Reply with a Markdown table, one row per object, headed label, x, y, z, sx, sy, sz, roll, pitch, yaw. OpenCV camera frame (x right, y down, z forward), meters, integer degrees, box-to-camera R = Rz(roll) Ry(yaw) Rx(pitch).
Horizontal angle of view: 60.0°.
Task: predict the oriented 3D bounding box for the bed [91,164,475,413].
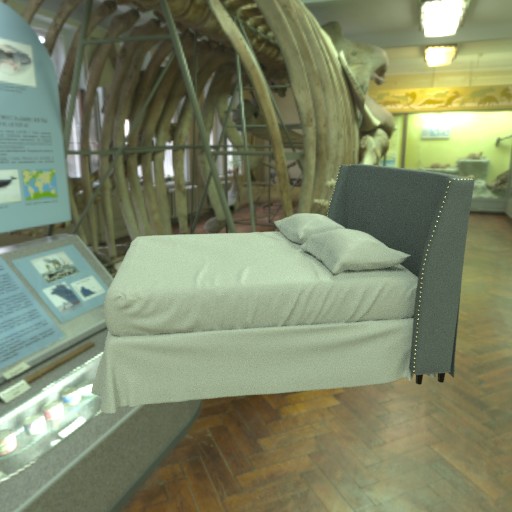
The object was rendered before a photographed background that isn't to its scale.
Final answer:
| label | x | y | z | sx | sy | sz | roll | pitch | yaw |
| --- | --- | --- | --- | --- | --- | --- | --- | --- | --- |
| bed | 0.000 | 0.000 | 3.429 | 2.276 | 1.332 | 1.925 | -2 | 14 | -9 |
